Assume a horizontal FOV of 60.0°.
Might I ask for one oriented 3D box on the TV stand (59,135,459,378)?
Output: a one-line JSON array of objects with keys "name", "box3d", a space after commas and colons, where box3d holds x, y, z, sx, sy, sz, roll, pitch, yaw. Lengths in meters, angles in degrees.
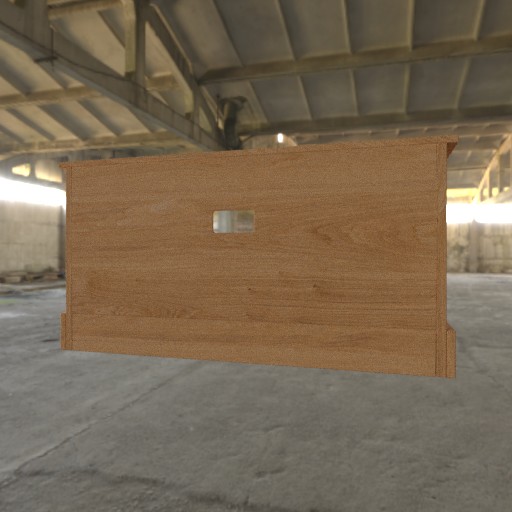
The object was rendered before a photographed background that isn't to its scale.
[{"name": "TV stand", "box3d": [0.000, 0.000, 1.361, 1.080, 0.550, 0.440, 0, 0, 16]}]
